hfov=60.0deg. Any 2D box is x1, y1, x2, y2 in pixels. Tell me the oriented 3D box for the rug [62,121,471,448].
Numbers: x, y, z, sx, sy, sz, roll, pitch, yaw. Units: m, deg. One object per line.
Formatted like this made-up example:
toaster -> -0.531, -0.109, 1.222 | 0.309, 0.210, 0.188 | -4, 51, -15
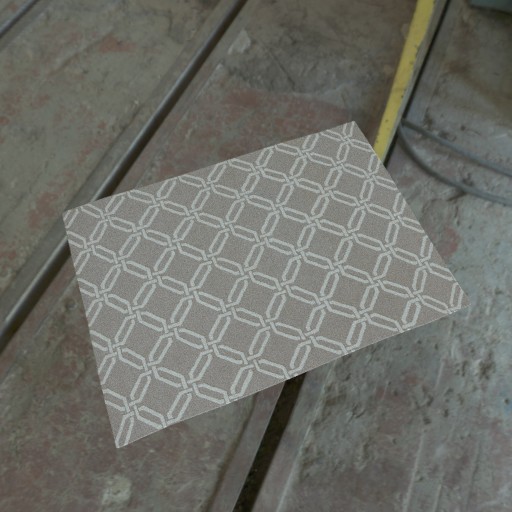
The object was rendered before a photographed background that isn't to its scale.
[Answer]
rug -> 0.000, 0.000, 2.738 | 2.135, 0.013, 1.524 | -20, 66, -9
